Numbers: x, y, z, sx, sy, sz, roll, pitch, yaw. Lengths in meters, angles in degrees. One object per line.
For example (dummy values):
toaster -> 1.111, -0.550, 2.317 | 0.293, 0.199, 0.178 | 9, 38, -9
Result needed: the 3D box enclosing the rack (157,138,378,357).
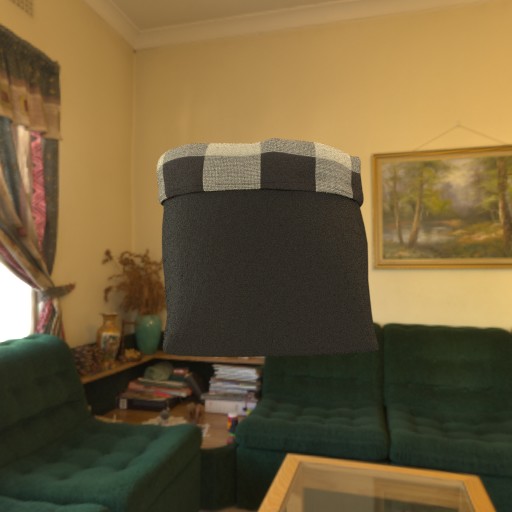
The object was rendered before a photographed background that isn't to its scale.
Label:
rack -> 0.000, 0.000, 1.069 | 0.370, 0.329, 0.889 | 0, -2, -2
